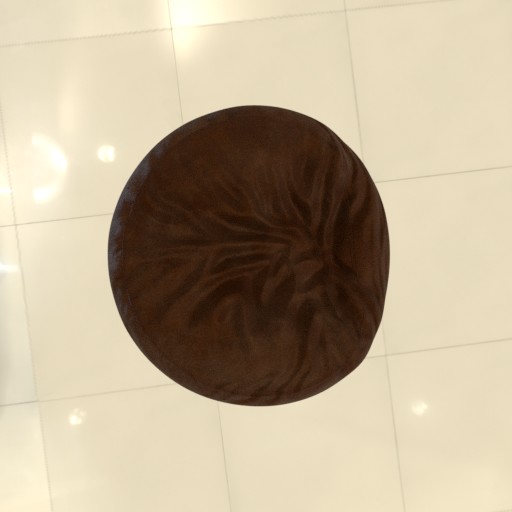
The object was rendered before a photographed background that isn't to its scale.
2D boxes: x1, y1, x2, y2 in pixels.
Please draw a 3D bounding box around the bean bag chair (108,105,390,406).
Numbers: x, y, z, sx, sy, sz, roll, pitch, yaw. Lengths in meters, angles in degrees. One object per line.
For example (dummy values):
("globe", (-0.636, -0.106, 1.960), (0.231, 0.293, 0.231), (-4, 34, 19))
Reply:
("bean bag chair", (0.000, 0.000, 1.507), (0.918, 0.616, 0.918), (0, 90, -2))
